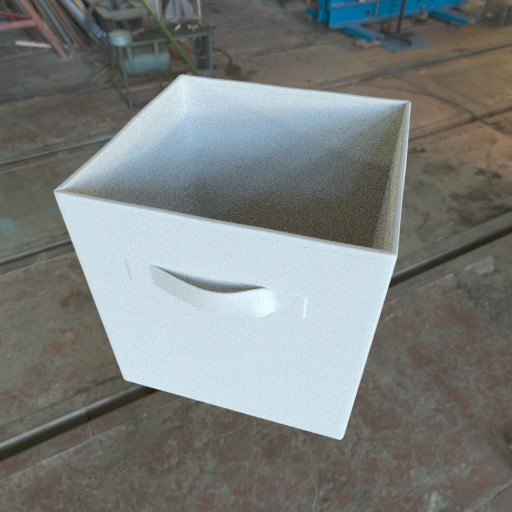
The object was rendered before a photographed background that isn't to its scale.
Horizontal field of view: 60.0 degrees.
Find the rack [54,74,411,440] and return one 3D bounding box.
[{"bbox_3d":[0.000,0.000,0.498,0.270,0.280,0.270,11,44,12],"label":"rack"}]
